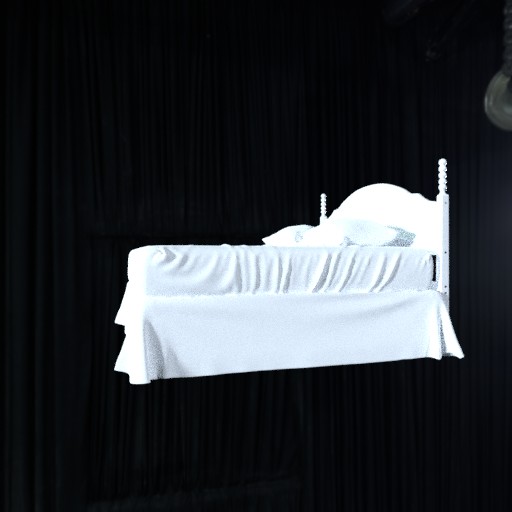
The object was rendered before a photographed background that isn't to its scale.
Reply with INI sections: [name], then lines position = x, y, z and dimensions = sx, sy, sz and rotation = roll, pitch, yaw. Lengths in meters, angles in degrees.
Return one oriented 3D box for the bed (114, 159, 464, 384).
[bed]
position = 0.000, 0.000, 3.647
dimensions = 2.219, 1.355, 2.322
rotation = 0, 0, -18
